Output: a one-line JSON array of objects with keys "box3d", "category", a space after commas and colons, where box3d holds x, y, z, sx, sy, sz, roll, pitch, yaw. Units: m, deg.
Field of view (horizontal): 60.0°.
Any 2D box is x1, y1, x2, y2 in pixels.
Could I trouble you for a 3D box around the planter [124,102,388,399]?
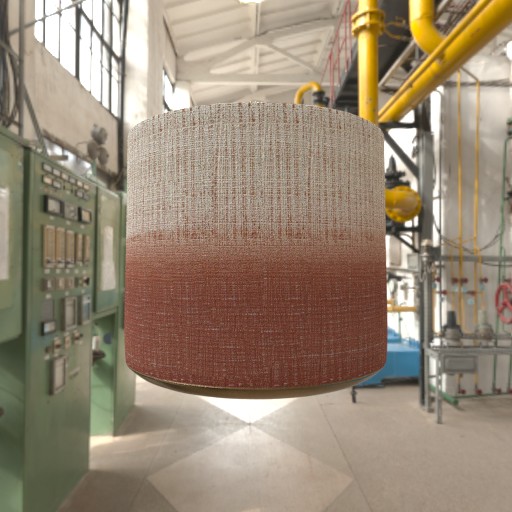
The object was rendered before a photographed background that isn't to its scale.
[{"box3d": [0.000, 0.000, 0.313, 0.178, 0.157, 0.178, 0, -1, 0], "category": "planter"}]
